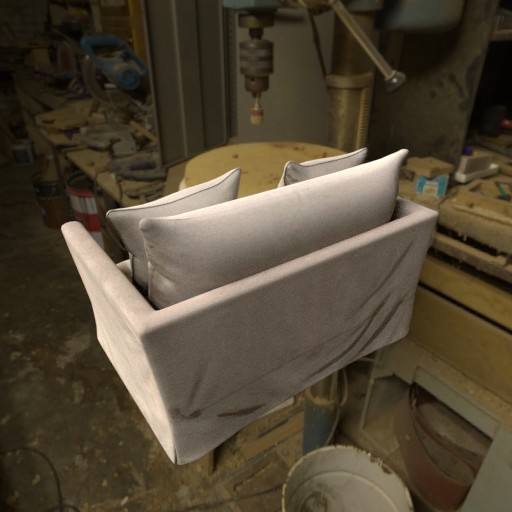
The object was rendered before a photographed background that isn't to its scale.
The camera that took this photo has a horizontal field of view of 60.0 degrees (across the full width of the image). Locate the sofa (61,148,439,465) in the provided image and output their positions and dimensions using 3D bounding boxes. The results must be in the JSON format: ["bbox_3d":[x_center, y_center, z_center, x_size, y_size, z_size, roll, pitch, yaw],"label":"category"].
[{"bbox_3d":[0.000,0.000,2.282,1.608,1.040,1.035,-20,36,-30],"label":"sofa"}]
